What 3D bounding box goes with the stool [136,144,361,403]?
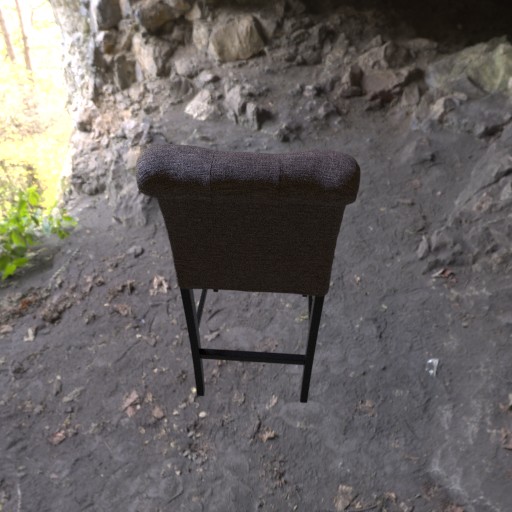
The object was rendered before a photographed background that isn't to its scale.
[{"bbox_3d":[0.000,0.000,1.443,0.452,1.131,0.613,3,48,3],"label":"stool"}]
